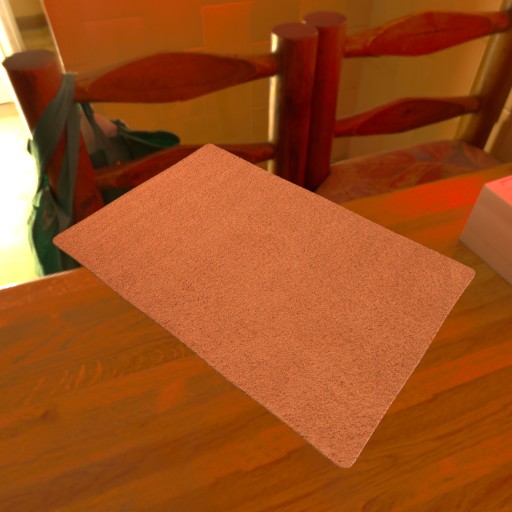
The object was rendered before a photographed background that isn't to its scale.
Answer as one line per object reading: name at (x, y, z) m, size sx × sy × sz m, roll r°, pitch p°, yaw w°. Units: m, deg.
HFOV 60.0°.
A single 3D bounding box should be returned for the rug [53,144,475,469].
rug at (0.000, 0.000, 3.355) m, size 2.700 × 0.024 × 1.801 m, roll 31°, pitch 54°, yaw 26°
